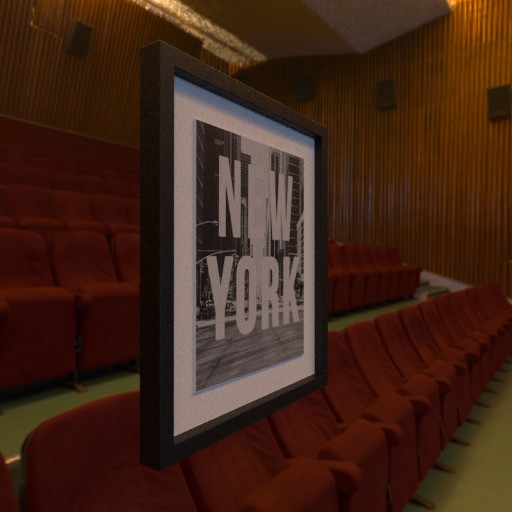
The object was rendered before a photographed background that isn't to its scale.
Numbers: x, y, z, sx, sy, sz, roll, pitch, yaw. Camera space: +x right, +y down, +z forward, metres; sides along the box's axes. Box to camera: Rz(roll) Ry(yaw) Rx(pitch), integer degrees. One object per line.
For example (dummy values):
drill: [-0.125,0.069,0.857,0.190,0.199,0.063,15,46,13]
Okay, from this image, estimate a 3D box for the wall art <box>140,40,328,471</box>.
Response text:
wall art: [0.000,0.000,0.531,0.028,0.381,0.328,0,0,36]
